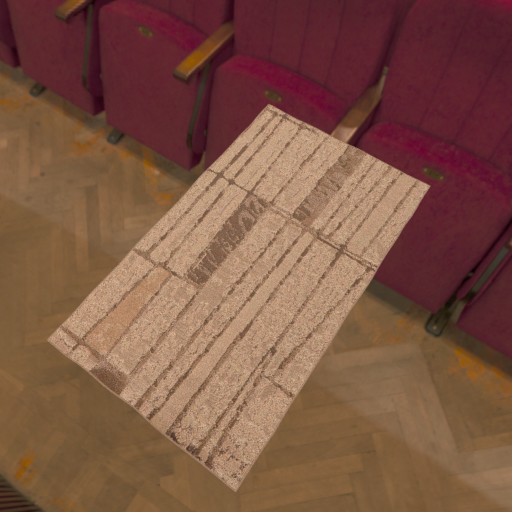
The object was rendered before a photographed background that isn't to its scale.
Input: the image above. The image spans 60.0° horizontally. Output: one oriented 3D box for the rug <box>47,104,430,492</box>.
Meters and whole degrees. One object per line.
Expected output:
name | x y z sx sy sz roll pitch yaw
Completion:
rug | 0.000 0.000 1.065 0.515 0.007 0.867 32 67 15
